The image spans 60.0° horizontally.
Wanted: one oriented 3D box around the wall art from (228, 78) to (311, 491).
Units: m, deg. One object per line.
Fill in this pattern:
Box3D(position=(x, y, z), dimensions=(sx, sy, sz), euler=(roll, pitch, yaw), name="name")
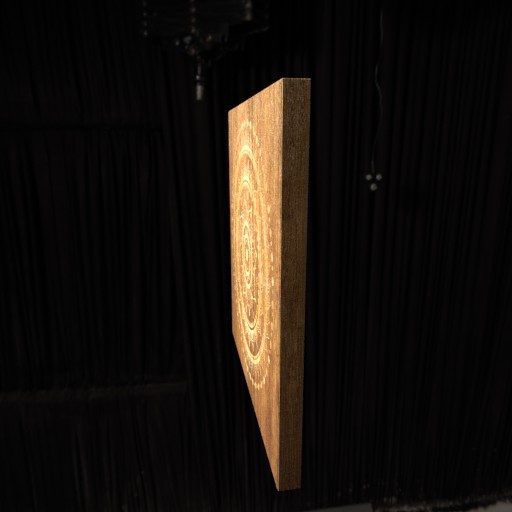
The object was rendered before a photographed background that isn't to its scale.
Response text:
Box3D(position=(0.000, 0.000, 0.909), dimensions=(0.042, 0.608, 0.611), euler=(-2, 14, -9), name="wall art")
